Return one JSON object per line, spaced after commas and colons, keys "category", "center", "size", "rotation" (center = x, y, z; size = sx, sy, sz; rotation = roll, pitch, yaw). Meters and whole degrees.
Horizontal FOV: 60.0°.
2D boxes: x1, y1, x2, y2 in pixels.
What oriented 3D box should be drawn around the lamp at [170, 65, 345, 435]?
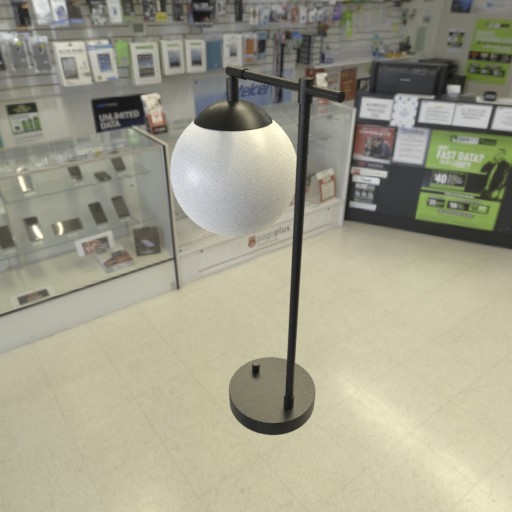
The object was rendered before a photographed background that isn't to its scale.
{"category": "lamp", "center": [0.000, 0.000, 0.707], "size": [0.197, 0.559, 0.316], "rotation": [-19, 35, -29]}
